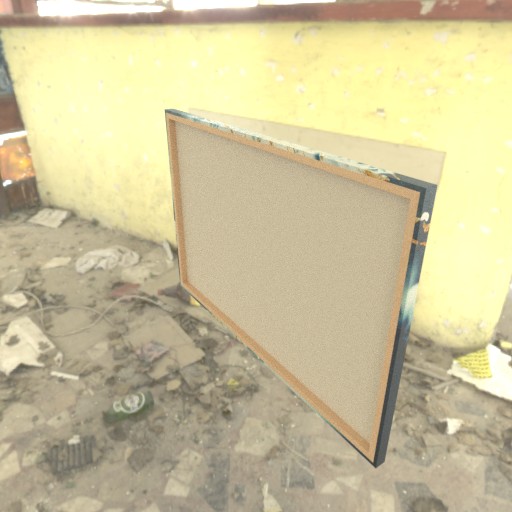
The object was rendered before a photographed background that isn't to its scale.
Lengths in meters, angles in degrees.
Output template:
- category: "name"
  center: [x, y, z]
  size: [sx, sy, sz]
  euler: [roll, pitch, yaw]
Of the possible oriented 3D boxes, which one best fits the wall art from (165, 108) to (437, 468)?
- category: "wall art"
  center: [0.000, 0.000, 1.409]
  size: [0.035, 0.759, 1.138]
  euler: [-17, 32, -31]
